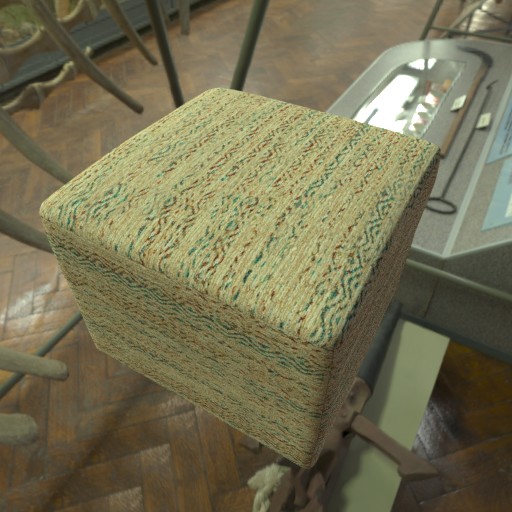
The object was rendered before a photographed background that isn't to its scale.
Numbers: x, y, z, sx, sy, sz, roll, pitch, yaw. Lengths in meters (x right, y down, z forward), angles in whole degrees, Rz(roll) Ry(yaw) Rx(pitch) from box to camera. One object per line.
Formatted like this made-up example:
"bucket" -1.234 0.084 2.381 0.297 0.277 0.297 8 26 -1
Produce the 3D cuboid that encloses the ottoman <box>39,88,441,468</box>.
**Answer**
"ottoman" 0.000 0.000 0.882 0.521 0.453 0.512 22 49 21
